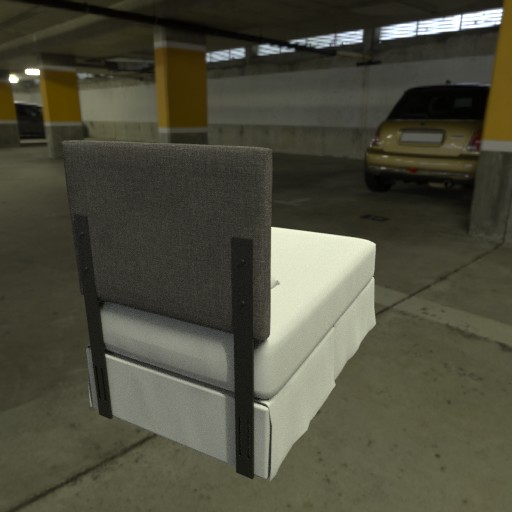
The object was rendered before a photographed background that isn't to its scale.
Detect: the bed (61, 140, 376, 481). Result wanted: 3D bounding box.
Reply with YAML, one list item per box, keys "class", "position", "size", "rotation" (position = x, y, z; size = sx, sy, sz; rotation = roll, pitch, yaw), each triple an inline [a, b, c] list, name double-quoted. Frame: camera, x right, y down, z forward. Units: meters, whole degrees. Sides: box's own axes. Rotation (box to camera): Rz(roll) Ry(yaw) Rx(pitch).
- class: "bed"
  position: [0.000, 0.000, 2.974]
  size: [1.261, 1.571, 1.997]
  rotation: [9, 20, 27]
